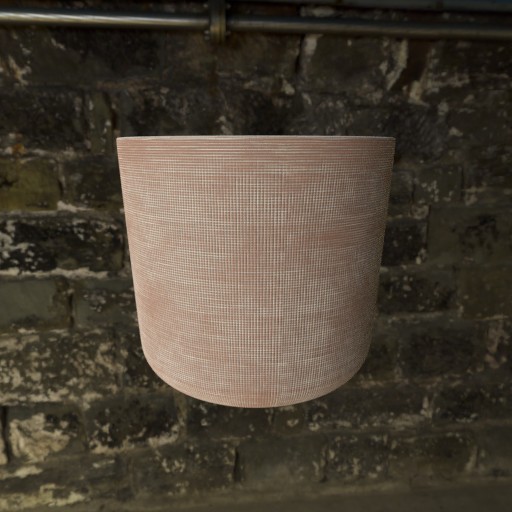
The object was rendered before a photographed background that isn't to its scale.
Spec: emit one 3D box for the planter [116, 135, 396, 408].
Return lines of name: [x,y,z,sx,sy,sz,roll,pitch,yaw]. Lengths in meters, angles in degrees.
planter: [0.000,0.000,0.778,0.440,0.398,0.440,0,14,0]
